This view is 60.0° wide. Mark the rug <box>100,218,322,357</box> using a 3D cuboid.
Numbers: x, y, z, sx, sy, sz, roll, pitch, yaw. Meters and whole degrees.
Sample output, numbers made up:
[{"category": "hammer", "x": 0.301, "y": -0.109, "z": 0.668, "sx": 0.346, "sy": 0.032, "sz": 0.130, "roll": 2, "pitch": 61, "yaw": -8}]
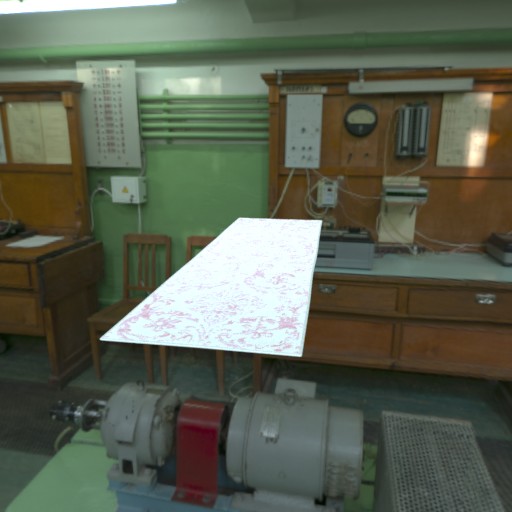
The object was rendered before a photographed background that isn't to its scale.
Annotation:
[{"category": "rug", "x": 0.000, "y": 0.000, "z": 2.437, "sx": 0.662, "sy": 0.011, "sz": 2.196, "roll": 3, "pitch": 16, "yaw": 9}]
